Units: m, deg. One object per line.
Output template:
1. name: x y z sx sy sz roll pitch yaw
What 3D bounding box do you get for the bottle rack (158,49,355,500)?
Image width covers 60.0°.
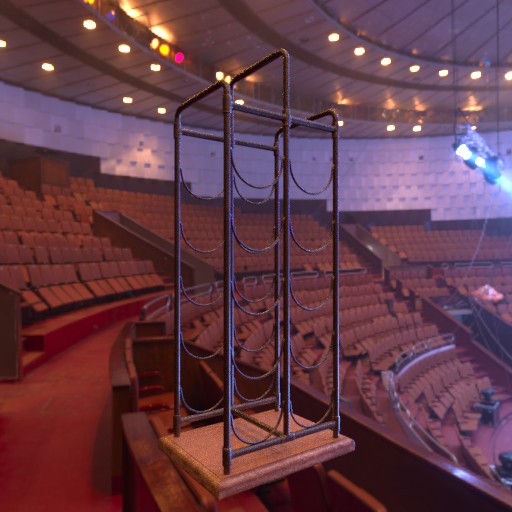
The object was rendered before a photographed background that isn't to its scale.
1. bottle rack: 0.000 0.000 0.780 0.276 0.680 0.208 0 0 -36
